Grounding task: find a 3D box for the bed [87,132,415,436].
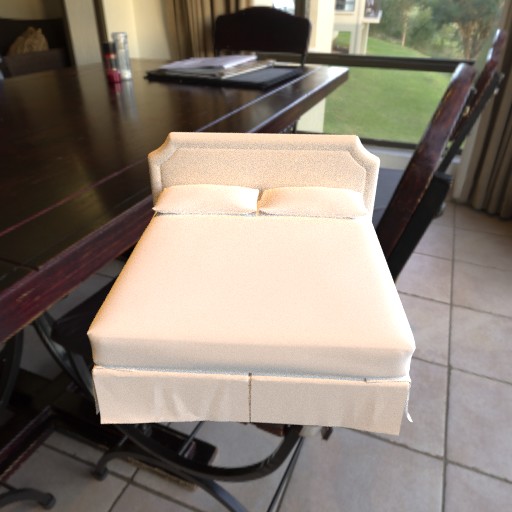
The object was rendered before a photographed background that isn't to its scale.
[{"bbox_3d":[0.000,0.000,3.439,2.160,1.301,2.204,2,31,3],"label":"bed"}]
